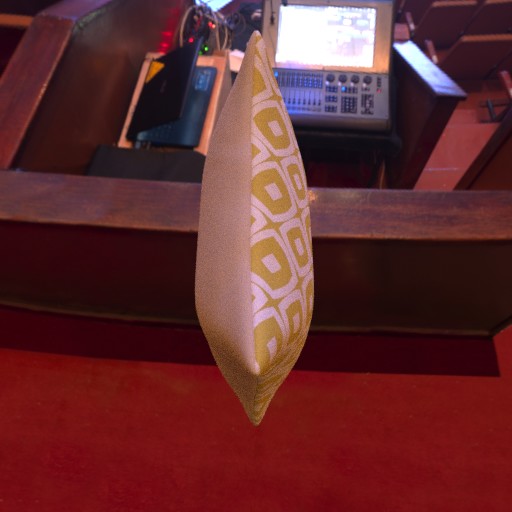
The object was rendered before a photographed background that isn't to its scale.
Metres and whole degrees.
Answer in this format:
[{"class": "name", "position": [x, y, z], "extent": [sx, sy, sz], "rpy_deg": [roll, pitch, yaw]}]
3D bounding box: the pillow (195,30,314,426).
[{"class": "pillow", "position": [0.000, 0.000, 0.765], "extent": [0.188, 0.494, 0.504], "rpy_deg": [0, 64, 0]}]
